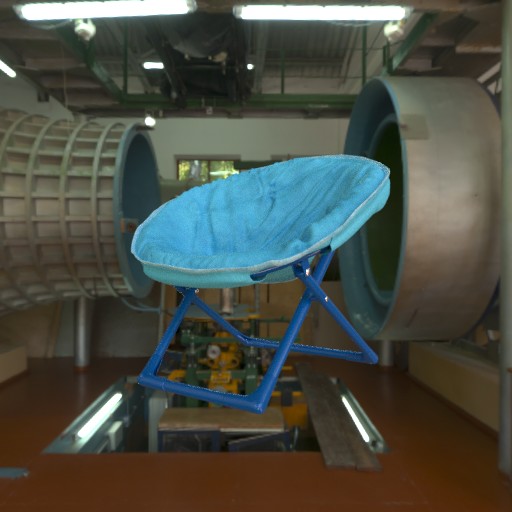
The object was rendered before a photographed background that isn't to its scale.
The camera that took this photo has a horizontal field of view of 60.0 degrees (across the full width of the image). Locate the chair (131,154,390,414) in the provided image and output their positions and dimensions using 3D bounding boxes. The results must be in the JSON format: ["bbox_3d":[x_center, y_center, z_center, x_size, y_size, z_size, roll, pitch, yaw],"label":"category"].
[{"bbox_3d":[0.000,0.000,0.896,0.520,0.478,0.465,0,1,34],"label":"chair"}]
